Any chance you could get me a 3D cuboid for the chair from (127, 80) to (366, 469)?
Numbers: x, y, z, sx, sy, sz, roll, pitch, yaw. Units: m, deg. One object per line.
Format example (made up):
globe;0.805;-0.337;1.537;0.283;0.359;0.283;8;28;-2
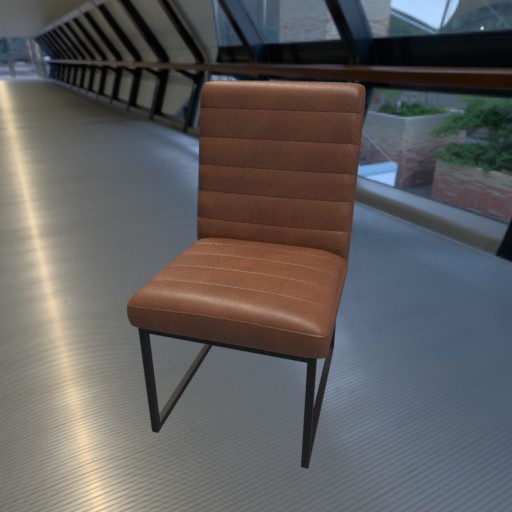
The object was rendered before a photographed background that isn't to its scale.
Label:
chair;0.000;0.000;1.305;0.520;0.930;0.634;7;26;15
